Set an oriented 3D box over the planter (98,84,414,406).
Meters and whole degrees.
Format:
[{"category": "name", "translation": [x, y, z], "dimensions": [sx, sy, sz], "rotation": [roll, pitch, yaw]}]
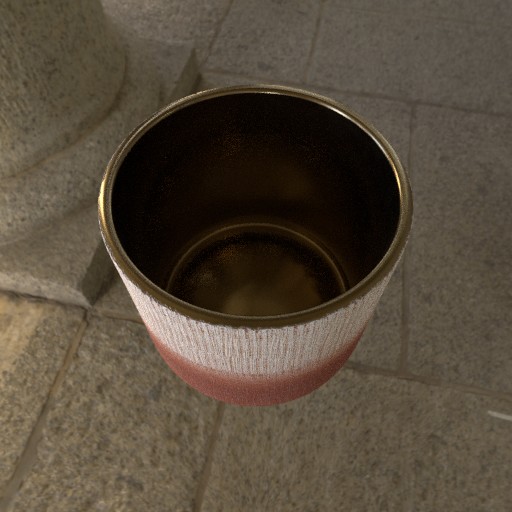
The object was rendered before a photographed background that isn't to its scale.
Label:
[{"category": "planter", "translation": [0.000, 0.000, 0.447], "dimensions": [0.254, 0.221, 0.254], "rotation": [0, 58, 0]}]
